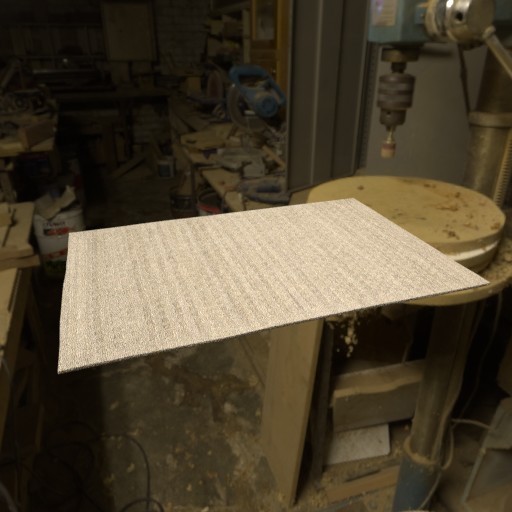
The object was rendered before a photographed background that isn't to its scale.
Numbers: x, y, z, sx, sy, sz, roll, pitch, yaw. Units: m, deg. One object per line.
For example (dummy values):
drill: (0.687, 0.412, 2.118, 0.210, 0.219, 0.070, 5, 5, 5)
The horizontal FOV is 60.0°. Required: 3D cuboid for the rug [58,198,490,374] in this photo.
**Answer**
rug: (0.000, 0.000, 2.835, 2.297, 0.018, 1.532, -9, 28, -17)
